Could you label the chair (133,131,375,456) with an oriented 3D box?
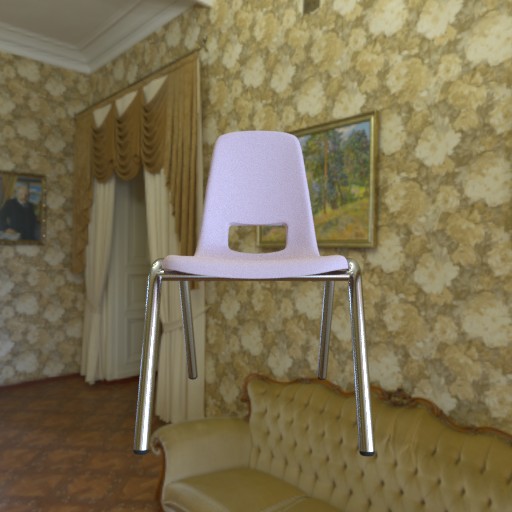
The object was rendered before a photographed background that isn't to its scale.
[{"bbox_3d":[0.000,0.000,0.851,0.354,0.586,0.423,0,0,1],"label":"chair"}]
